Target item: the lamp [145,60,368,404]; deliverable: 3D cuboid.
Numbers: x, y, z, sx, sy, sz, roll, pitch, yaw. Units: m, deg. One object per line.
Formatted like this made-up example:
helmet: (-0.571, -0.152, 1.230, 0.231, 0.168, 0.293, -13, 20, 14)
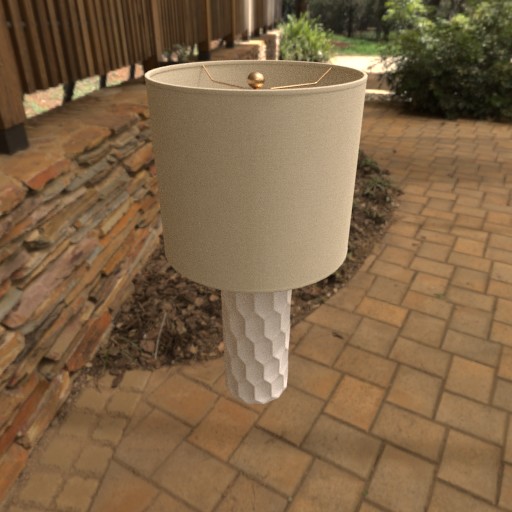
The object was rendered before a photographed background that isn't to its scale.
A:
lamp: (0.000, 0.000, 0.694, 0.277, 0.537, 0.277, 1, 30, 2)
